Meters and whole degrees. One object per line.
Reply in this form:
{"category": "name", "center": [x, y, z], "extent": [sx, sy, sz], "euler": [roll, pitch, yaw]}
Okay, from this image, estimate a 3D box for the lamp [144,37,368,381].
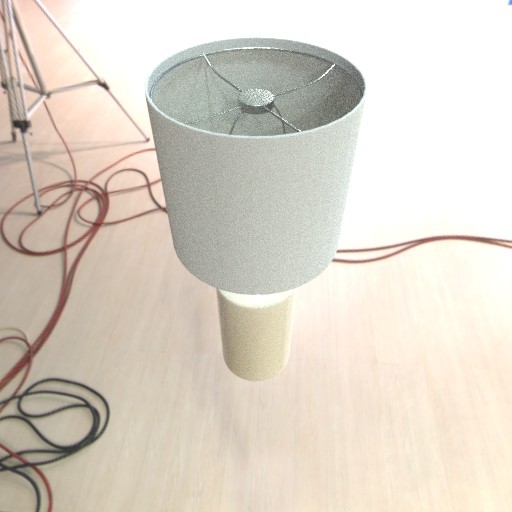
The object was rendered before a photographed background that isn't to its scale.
{"category": "lamp", "center": [0.000, 0.000, 0.604], "extent": [0.212, 0.493, 0.212], "euler": [-26, 52, -23]}
